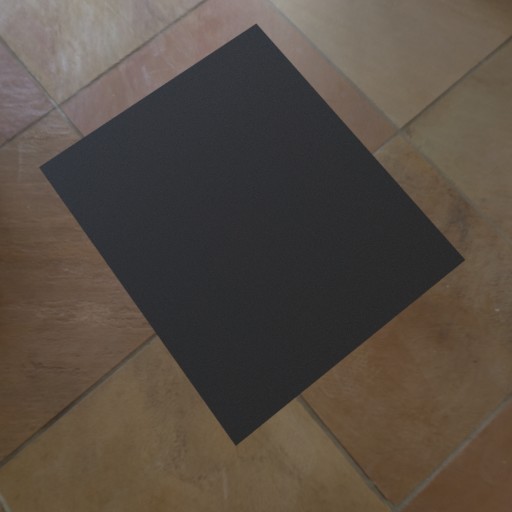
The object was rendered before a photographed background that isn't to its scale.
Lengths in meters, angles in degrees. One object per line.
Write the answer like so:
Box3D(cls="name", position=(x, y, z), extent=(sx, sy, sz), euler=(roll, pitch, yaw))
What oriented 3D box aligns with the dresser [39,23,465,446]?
Box3D(cls="dresser", position=(0.000, 0.000, 0.802), extent=(0.360, 0.560, 0.400), euler=(-37, 80, -7))
